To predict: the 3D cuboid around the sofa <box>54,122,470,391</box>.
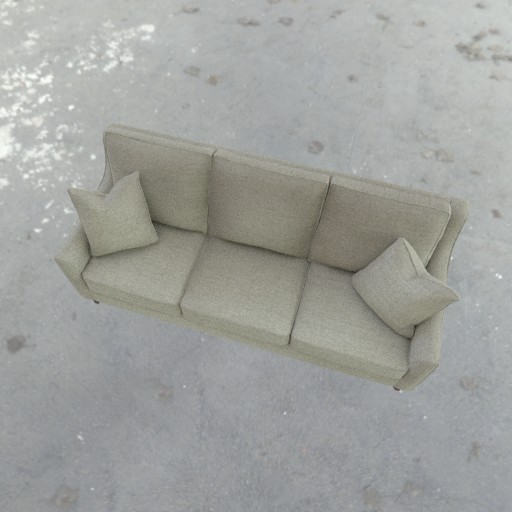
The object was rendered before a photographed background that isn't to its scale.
[{"bbox_3d":[0.000,0.000,2.477,2.031,0.914,0.865,14,59,9],"label":"sofa"}]
